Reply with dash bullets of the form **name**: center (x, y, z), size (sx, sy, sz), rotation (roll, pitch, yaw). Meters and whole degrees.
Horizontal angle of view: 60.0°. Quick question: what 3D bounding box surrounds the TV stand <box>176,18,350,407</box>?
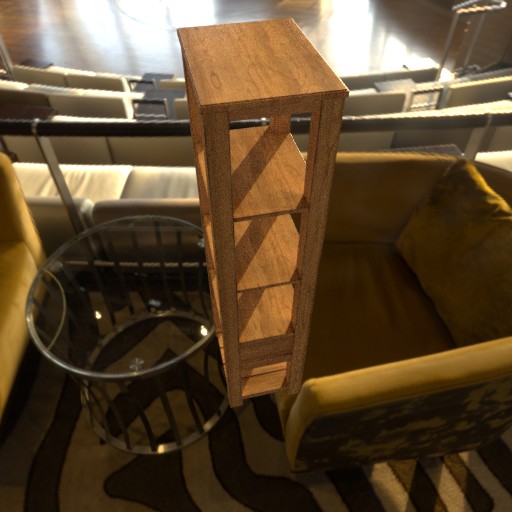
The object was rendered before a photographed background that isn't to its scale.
- **TV stand**: center (0.000, 0.000, 2.043), size (0.435, 1.828, 0.565), rotation (-10, 48, -9)
